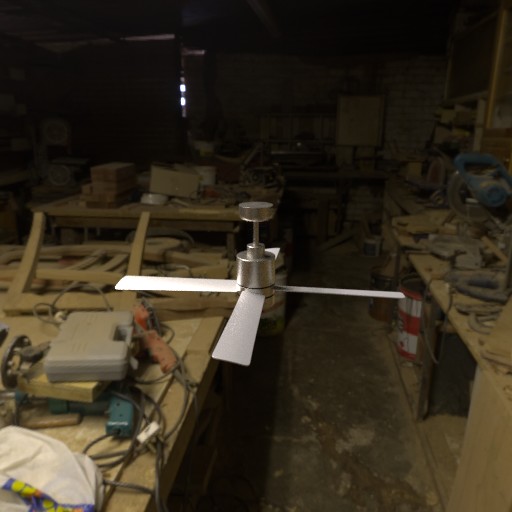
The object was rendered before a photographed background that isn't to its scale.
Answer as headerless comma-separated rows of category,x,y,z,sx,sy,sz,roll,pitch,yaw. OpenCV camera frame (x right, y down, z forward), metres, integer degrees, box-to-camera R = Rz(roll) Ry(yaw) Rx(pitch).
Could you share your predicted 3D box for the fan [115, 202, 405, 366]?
fan,0.000,0.000,2.313,1.525,0.539,1.525,2,17,8
